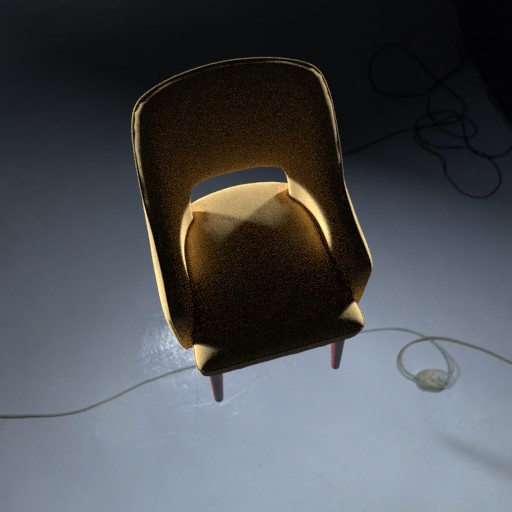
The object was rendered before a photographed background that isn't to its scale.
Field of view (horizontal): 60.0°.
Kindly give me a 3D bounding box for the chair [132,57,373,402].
[{"bbox_3d":[0.000,0.000,1.253,0.548,0.849,0.605,-14,66,-6],"label":"chair"}]
